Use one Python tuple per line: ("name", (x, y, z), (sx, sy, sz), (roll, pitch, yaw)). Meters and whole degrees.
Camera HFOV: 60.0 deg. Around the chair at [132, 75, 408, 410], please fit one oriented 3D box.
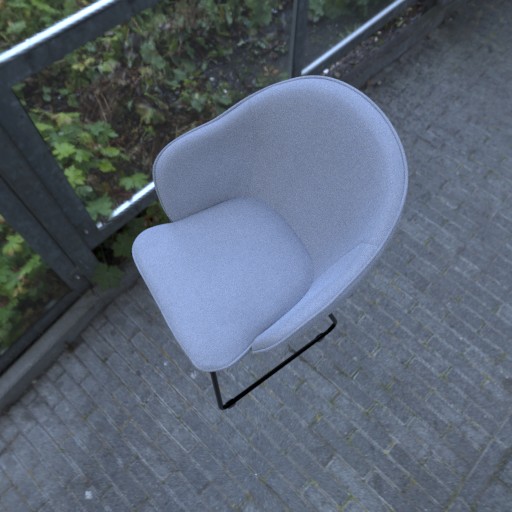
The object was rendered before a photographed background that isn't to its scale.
("chair", (0.000, 0.000, 1.218), (0.592, 0.817, 0.570), (-30, 67, -14))
